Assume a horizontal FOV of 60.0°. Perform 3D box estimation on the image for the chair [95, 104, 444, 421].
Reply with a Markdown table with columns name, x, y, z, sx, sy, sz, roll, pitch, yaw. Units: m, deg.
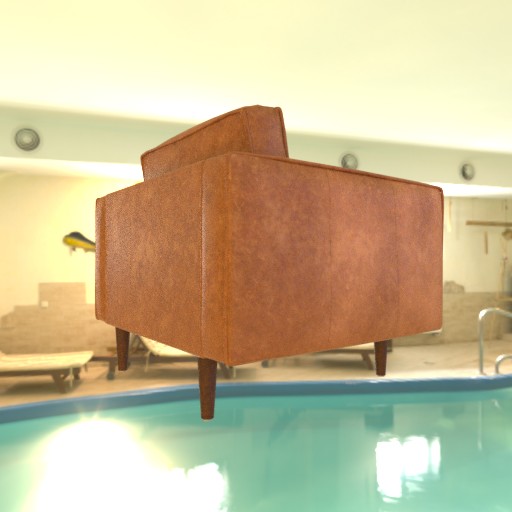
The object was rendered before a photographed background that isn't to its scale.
| name | x | y | z | sx | sy | sz | roll | pitch | yaw |
| --- | --- | --- | --- | --- | --- | --- | --- | --- | --- |
| chair | 0.000 | 0.000 | 1.466 | 0.798 | 0.767 | 0.928 | 0 | 0 | -37 |
